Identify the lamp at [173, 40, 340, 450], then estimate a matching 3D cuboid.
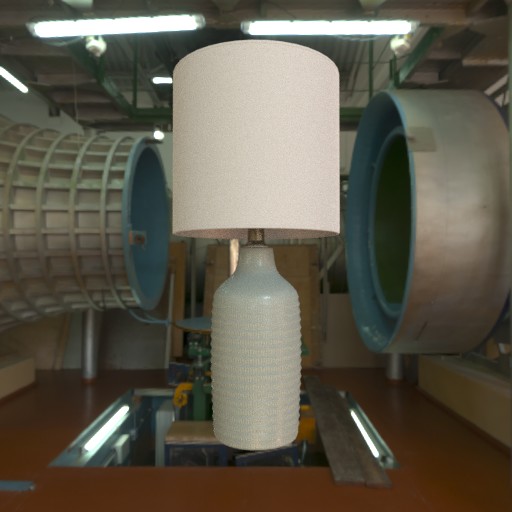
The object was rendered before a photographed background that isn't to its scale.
[{"bbox_3d":[0.000,0.000,0.596,0.220,0.475,0.220,-1,-1,35],"label":"lamp"}]
